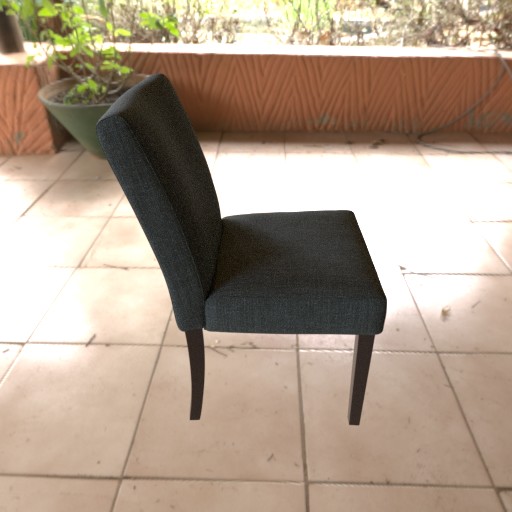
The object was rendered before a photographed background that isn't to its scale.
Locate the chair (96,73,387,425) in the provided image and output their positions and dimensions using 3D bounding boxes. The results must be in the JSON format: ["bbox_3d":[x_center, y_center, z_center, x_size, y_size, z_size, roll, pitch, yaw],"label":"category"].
[{"bbox_3d":[0.000,0.000,1.233,0.629,0.884,0.487,0,32,1],"label":"chair"}]
